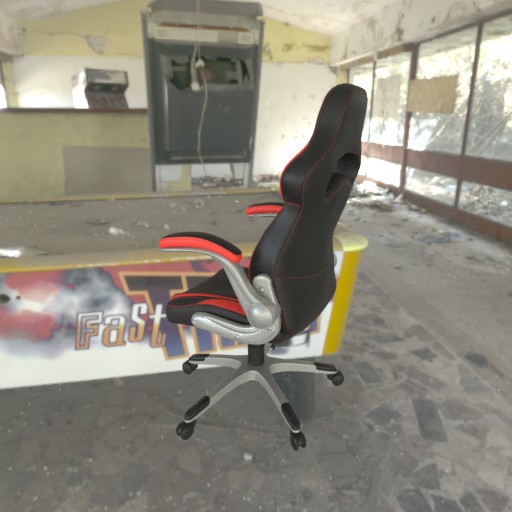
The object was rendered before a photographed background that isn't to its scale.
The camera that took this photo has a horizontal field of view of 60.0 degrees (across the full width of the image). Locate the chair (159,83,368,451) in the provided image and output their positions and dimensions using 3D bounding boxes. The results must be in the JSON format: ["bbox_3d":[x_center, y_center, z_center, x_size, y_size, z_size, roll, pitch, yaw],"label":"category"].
[{"bbox_3d":[0.000,0.000,1.631,0.712,1.165,0.758,9,19,26],"label":"chair"}]
